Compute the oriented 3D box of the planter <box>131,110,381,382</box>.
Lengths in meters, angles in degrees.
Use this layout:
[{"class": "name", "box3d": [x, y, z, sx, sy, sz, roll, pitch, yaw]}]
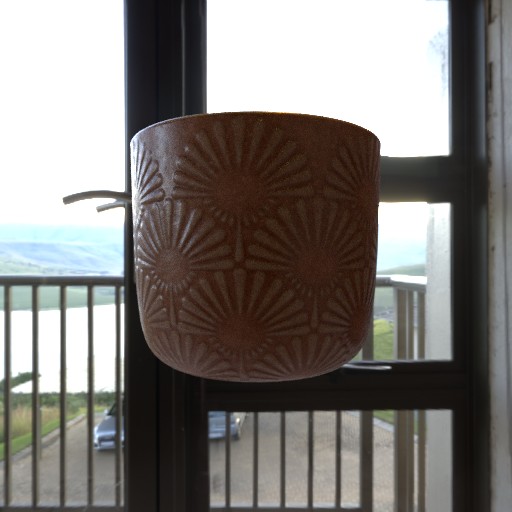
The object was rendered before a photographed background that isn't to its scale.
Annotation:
[{"class": "planter", "box3d": [0.000, 0.000, 0.227, 0.124, 0.109, 0.124, 0, 0, 0]}]
